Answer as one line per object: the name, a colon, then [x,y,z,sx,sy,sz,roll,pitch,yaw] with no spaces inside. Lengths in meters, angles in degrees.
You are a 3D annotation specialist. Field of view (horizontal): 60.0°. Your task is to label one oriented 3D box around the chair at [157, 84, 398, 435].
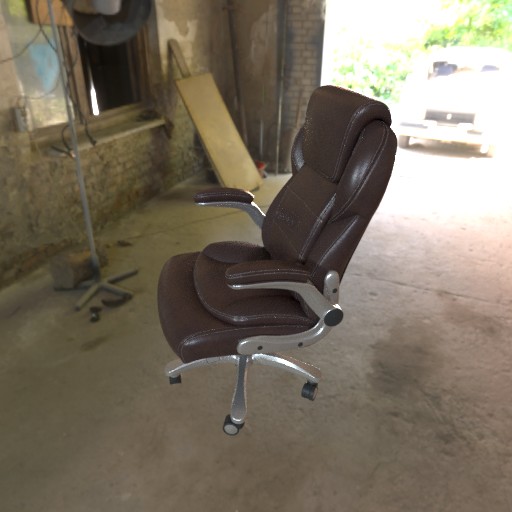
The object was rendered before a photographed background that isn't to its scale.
chair: [0.000,0.000,1.664,0.774,1.160,0.733,-7,29,-13]
